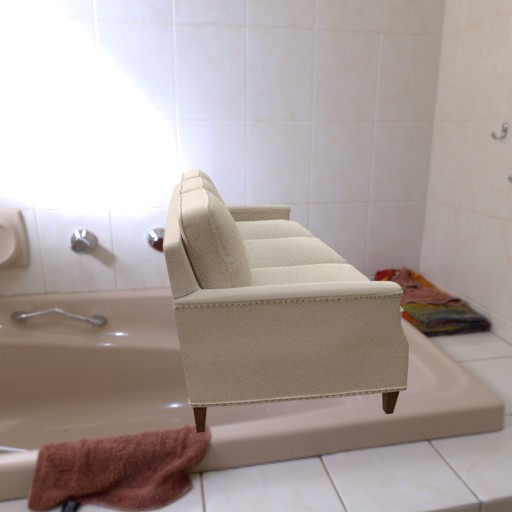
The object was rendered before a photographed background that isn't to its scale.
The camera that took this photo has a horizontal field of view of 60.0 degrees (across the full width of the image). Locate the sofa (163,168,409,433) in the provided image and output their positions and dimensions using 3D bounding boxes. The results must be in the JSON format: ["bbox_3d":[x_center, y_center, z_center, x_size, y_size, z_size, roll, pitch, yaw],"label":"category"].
[{"bbox_3d":[0.000,0.000,2.906,1.084,1.003,2.246,-2,16,-8],"label":"sofa"}]
